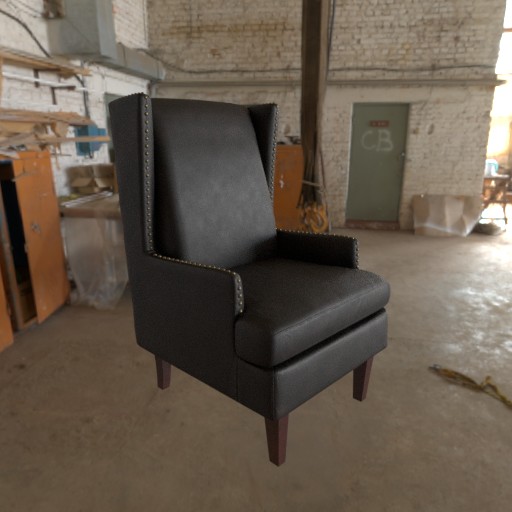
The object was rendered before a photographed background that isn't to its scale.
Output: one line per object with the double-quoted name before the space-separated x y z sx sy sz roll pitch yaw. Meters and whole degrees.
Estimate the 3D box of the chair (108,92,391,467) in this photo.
"chair" 0.000 0.000 1.660 0.799 1.142 0.703 14 21 42
